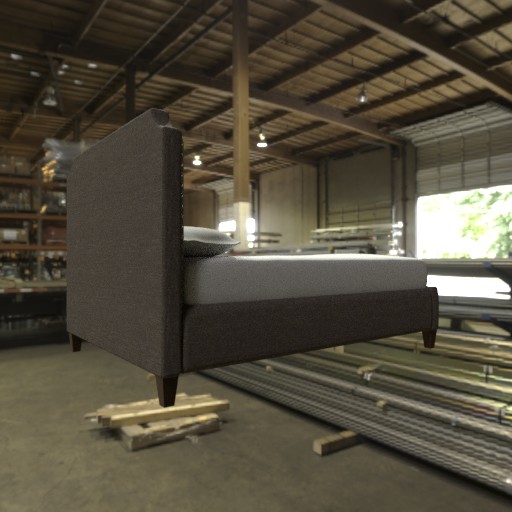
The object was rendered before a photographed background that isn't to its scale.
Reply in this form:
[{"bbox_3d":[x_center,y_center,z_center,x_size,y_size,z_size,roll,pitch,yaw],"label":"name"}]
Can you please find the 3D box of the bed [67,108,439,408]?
[{"bbox_3d":[0.000,0.000,3.461,2.381,1.457,1.713,0,0,-37],"label":"bed"}]
